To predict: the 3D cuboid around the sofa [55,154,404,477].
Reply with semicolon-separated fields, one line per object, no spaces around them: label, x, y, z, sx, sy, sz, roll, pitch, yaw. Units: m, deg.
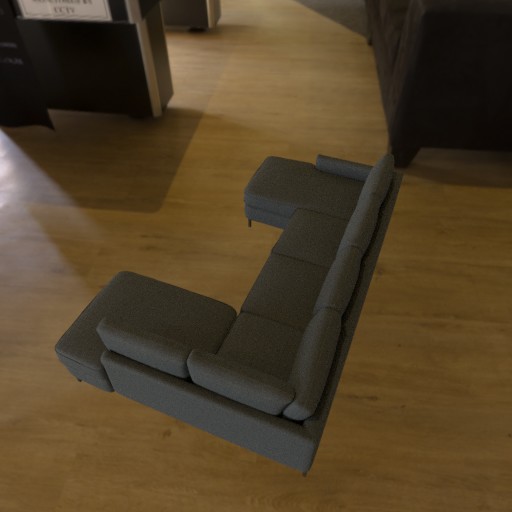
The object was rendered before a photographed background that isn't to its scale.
sofa;0.000;0.000;3.893;1.984;0.858;2.975;17;48;16
